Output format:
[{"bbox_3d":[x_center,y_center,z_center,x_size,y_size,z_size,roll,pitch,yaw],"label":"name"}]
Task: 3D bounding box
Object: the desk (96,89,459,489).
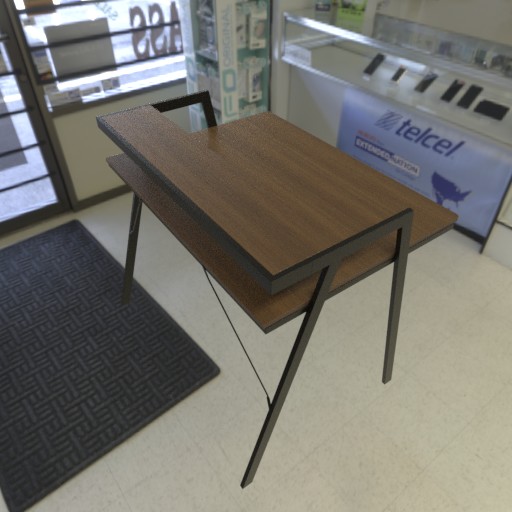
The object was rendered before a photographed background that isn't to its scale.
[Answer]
[{"bbox_3d":[0.000,0.000,1.866,0.936,0.998,1.143,-25,46,-26],"label":"desk"}]
